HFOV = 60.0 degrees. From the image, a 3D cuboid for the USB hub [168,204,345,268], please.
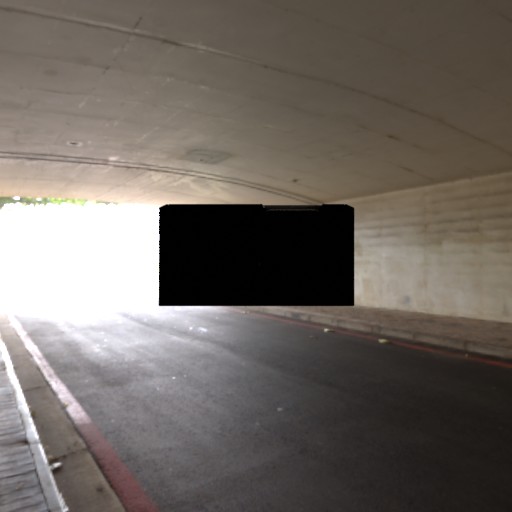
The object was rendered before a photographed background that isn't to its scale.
[{"bbox_3d":[0.000,0.000,0.128,0.044,0.023,0.110,0,0,0],"label":"USB hub"}]
